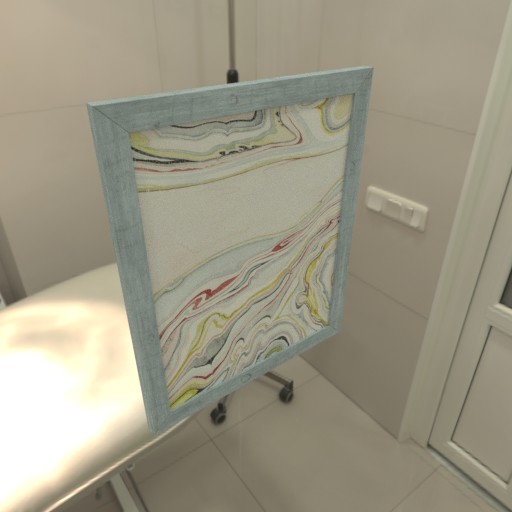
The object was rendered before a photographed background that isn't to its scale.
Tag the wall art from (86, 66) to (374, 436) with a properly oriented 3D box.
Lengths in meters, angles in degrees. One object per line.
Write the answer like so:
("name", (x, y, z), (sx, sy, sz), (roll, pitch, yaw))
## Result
("wall art", (0.000, 0.000, 0.784), (0.479, 0.582, 0.022), (-21, 37, -31))
